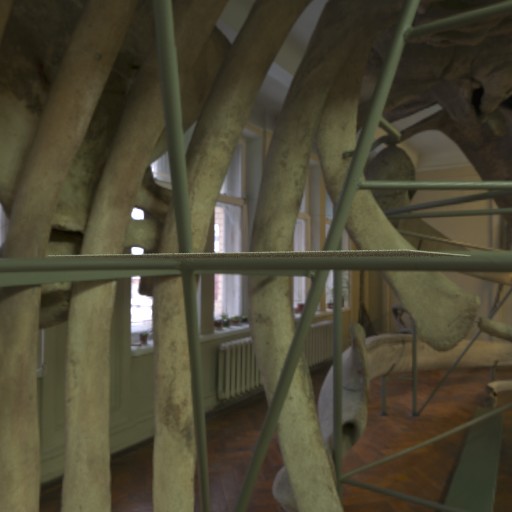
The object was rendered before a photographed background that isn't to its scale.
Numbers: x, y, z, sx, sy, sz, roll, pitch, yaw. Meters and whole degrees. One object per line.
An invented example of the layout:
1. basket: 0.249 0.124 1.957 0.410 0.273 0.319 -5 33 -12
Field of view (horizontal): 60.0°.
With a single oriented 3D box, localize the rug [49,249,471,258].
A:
1. rug: 0.000 0.000 3.019 2.448 0.008 1.541 -1 -1 34
